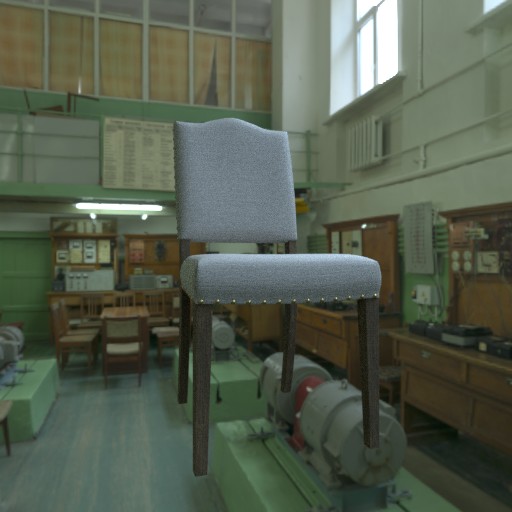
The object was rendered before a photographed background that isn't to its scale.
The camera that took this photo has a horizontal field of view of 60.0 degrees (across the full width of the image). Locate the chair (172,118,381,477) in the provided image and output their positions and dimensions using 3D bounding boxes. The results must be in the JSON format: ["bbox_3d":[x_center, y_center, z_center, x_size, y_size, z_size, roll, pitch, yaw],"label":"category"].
[{"bbox_3d":[0.000,0.000,1.385,0.508,1.020,0.620,0,0,-18],"label":"chair"}]
